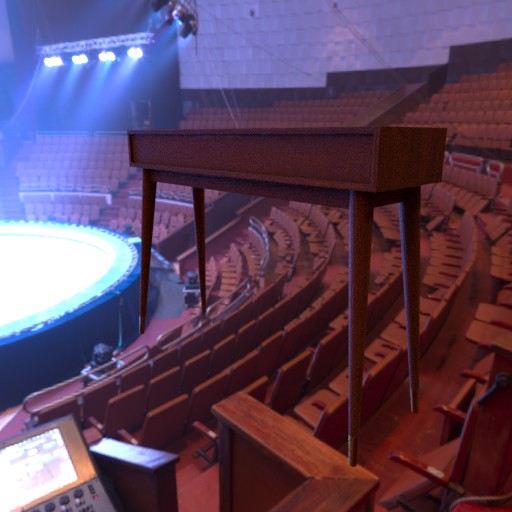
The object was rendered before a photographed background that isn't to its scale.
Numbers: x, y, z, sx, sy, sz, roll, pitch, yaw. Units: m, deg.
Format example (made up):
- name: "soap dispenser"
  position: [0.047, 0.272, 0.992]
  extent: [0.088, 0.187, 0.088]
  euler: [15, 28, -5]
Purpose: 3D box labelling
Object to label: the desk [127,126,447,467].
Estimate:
- name: "desk"
  position: [0.000, 0.000, 1.665]
  extent: [0.384, 0.917, 1.204]
  euler: [-14, 21, -41]
